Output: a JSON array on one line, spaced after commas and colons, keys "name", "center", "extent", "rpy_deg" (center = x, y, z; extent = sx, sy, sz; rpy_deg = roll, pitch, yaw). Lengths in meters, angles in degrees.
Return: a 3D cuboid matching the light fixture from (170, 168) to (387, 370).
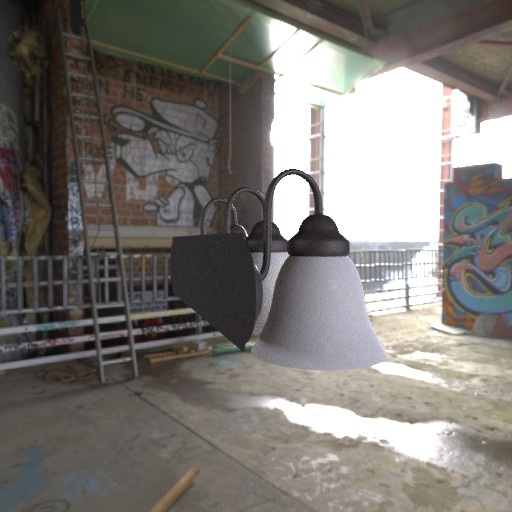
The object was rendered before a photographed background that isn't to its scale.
[{"name": "light fixture", "center": [0.000, 0.000, 0.720], "extent": [0.199, 0.222, 0.610], "rpy_deg": [-1, 2, -18]}]
